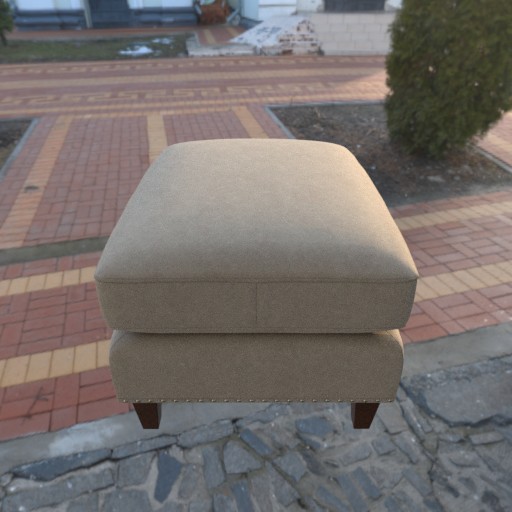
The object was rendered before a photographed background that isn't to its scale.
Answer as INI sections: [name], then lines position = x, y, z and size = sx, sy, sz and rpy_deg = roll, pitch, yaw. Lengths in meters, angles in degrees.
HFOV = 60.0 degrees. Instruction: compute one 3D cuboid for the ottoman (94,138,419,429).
[ottoman]
position = 0.000, 0.000, 1.159
size = 0.584, 0.513, 0.741
rpy_deg = 0, 31, 0
